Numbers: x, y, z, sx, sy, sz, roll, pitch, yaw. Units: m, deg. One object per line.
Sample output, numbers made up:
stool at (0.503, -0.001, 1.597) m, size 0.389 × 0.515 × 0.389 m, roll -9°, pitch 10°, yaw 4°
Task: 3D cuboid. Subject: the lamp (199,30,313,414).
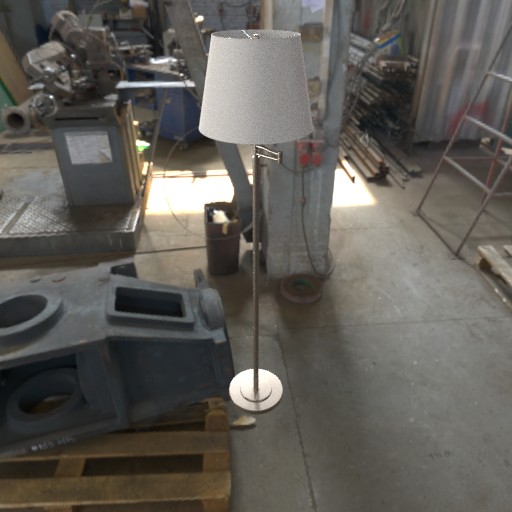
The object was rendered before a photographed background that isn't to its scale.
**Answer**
lamp at (0.000, 0.000, 1.638) m, size 0.355 × 1.473 × 0.355 m, roll 0°, pitch 32°, yaw 0°
